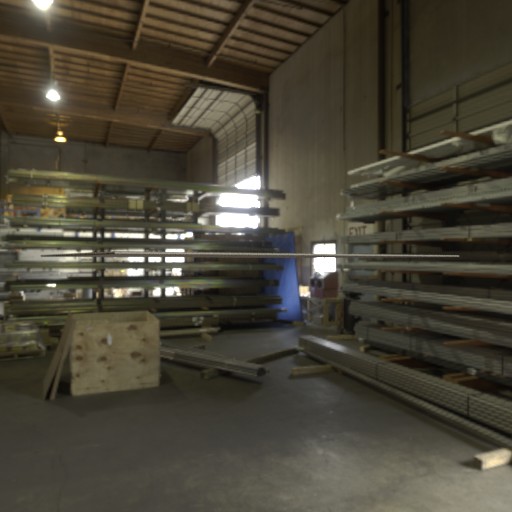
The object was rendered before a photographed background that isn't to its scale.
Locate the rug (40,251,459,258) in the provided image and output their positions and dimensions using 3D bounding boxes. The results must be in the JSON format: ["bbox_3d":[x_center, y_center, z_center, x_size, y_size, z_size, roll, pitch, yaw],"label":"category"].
[{"bbox_3d":[0.000,0.000,3.041,2.438,0.012,1.524,0,-1,-36],"label":"rug"}]
